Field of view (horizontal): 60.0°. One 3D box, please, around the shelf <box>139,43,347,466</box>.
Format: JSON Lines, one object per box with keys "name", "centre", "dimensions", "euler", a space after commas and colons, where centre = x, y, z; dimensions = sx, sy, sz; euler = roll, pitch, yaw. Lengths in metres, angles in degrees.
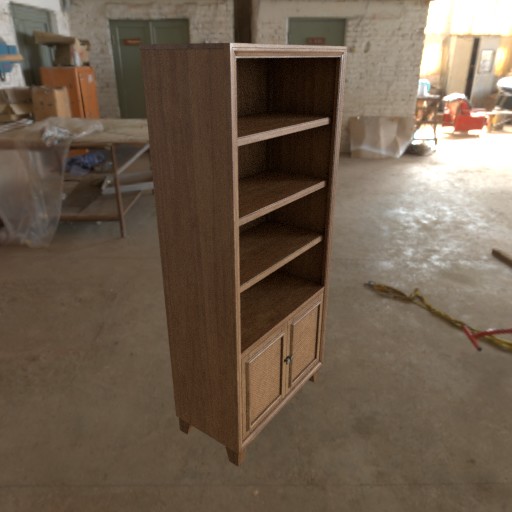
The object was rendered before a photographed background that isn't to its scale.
{"name": "shelf", "centre": [0.000, 0.000, 2.250], "dimensions": [0.453, 1.930, 0.864], "euler": [17, 29, 32]}
